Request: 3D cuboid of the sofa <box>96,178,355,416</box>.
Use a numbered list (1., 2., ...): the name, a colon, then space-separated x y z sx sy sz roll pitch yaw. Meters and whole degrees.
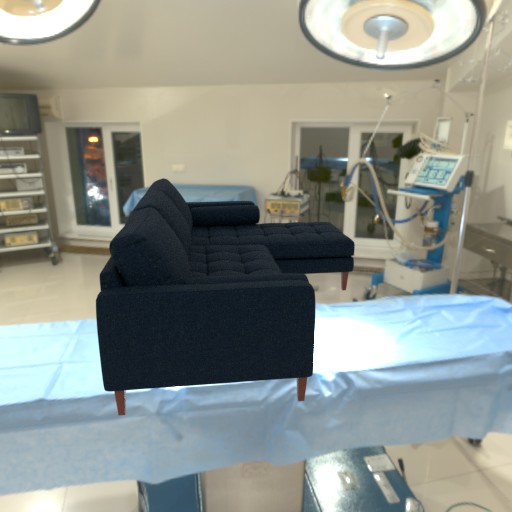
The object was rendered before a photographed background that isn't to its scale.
1. sofa: 0.000 0.000 2.964 1.613 0.841 2.185 -2 17 -7
